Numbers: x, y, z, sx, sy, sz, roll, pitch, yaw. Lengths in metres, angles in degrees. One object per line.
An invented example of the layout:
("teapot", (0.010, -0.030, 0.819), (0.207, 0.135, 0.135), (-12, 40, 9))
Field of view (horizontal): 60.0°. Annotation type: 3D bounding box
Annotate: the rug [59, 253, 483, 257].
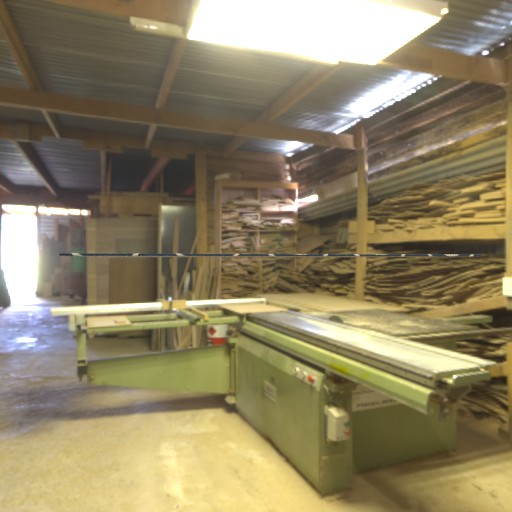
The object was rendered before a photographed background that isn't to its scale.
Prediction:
("rug", (0.000, 0.000, 2.839), (2.134, 0.010, 1.524), (0, 0, -17))
